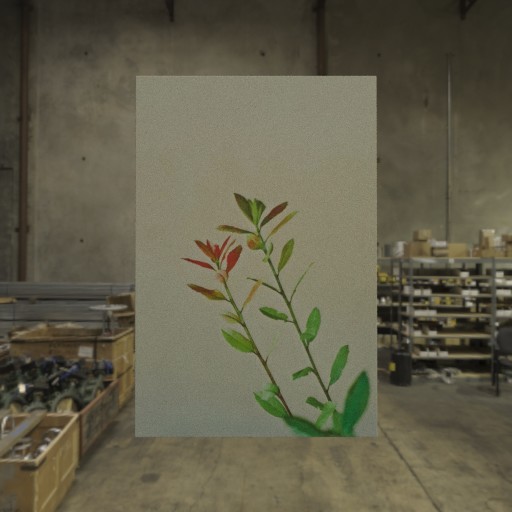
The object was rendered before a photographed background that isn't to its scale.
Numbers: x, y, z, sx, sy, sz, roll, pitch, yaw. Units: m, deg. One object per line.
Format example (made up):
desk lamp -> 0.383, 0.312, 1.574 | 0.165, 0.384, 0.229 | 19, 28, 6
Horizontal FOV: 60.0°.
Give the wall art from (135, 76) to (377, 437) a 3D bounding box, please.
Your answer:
wall art -> 0.000, 0.000, 0.768 | 0.408, 0.611, 0.038 | 0, -1, 0
